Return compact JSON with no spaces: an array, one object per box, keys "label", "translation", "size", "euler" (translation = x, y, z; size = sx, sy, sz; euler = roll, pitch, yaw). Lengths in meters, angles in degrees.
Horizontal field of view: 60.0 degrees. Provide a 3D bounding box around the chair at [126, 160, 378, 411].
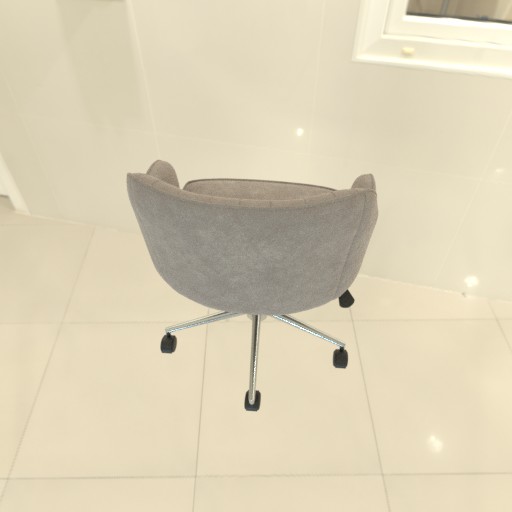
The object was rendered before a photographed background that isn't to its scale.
[{"label":"chair","translation":[0.000,0.000,1.277],"size":[0.635,0.831,0.573],"euler":[5,47,4]}]
